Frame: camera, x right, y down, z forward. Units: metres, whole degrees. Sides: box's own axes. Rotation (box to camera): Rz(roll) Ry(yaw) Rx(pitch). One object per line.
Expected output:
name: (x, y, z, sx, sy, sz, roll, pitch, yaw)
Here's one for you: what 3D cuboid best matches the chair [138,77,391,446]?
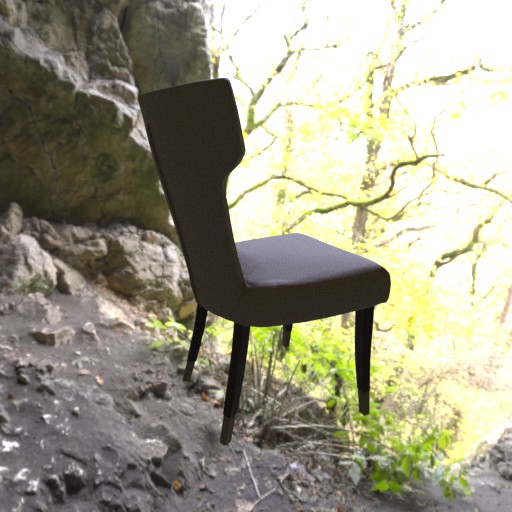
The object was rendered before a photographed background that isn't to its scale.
chair: (0.000, 0.000, 1.349, 0.630, 0.955, 0.526, -8, 18, -25)
